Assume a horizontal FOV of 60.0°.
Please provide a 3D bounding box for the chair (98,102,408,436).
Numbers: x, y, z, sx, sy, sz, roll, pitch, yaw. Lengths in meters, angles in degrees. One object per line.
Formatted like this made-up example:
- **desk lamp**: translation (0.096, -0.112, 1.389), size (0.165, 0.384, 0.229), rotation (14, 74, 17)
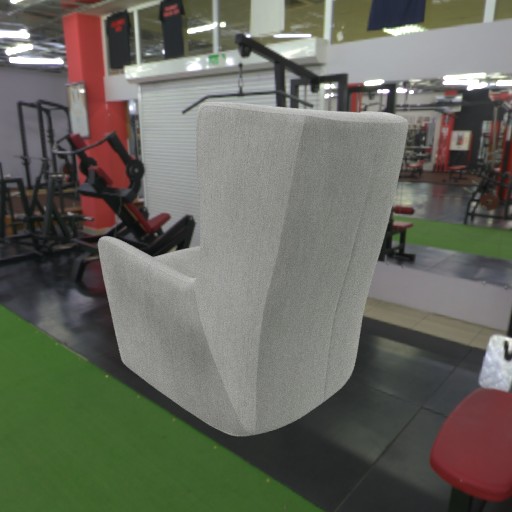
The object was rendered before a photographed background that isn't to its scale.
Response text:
- **chair**: translation (0.000, 0.000, 1.593), size (0.904, 1.000, 0.779), rotation (14, 21, 42)
